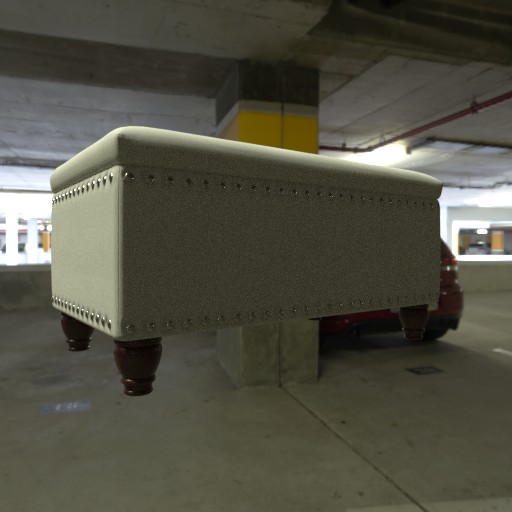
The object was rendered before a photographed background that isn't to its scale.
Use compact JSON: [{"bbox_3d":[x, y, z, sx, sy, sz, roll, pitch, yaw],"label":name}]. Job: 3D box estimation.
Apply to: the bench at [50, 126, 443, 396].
[{"bbox_3d":[0.000,0.000,1.135,0.887,0.449,0.500,-1,1,-36],"label":"bench"}]
